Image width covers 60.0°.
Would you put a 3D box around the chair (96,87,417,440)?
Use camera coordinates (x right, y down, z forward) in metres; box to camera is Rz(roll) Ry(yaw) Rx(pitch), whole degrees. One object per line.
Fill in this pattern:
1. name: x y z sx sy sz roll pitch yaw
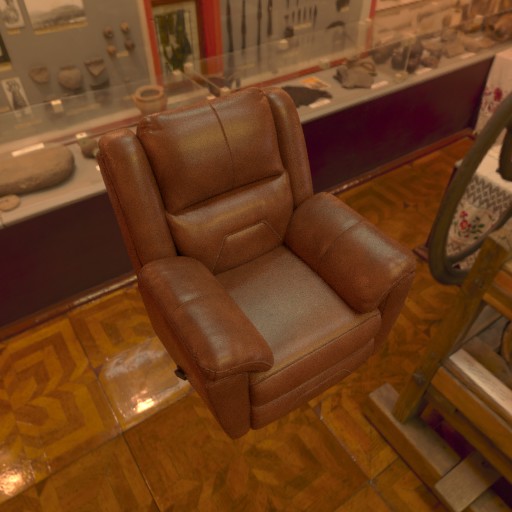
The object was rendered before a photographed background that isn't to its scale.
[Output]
1. chair: 0.000 0.000 1.942 0.990 1.093 1.041 -24 50 -22
